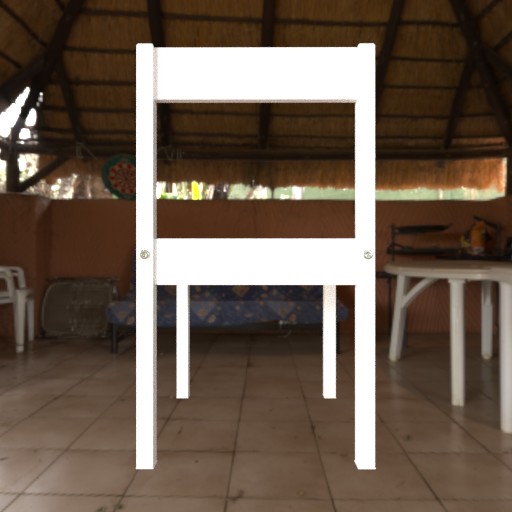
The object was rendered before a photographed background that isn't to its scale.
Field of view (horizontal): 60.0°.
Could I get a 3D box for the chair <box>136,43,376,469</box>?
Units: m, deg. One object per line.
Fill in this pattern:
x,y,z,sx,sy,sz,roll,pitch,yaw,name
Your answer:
0.000,0.000,0.666,0.285,0.505,0.285,0,0,0,chair
